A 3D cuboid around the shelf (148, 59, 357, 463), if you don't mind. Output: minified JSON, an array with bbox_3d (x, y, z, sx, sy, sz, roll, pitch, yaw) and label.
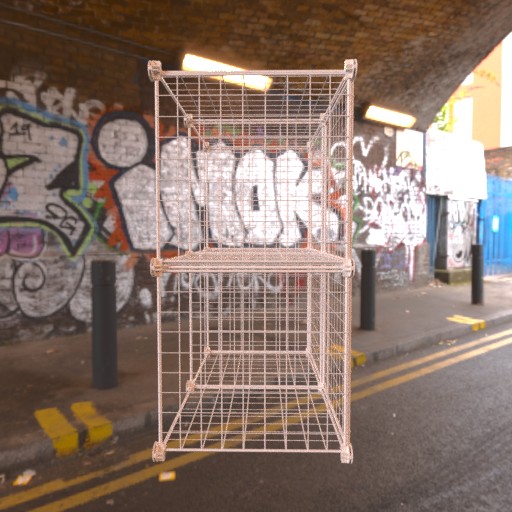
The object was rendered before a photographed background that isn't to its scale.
[{"bbox_3d":[0.000,0.000,1.123,0.356,0.711,0.711,0,3,1],"label":"shelf"}]
